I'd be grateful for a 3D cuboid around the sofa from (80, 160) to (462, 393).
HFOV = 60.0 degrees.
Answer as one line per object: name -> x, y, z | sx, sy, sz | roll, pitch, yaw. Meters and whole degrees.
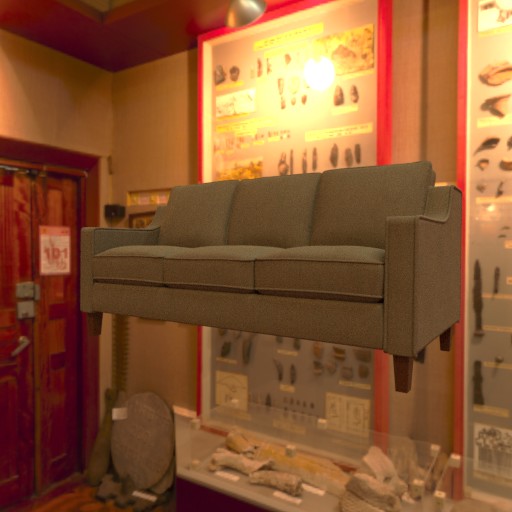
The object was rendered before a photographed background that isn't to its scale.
sofa -> 0.000, 0.000, 2.495 | 1.986, 0.974, 0.911 | 1, 2, 34
